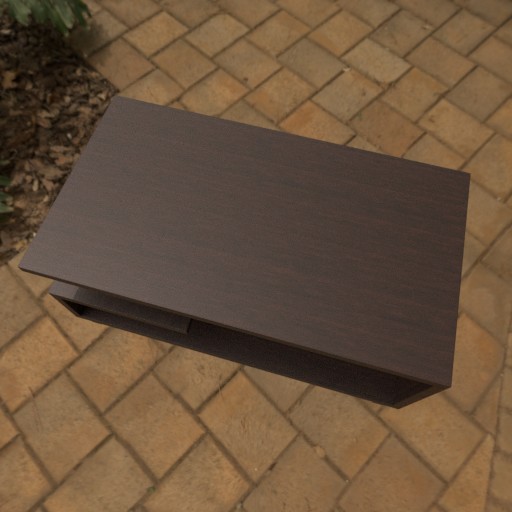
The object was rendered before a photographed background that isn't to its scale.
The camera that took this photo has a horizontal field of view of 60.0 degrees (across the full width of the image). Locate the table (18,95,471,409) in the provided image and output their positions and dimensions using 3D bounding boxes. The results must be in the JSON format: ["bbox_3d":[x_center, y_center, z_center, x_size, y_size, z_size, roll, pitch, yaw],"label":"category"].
[{"bbox_3d":[0.000,0.000,1.354,1.050,0.460,0.590,14,65,7],"label":"table"}]
